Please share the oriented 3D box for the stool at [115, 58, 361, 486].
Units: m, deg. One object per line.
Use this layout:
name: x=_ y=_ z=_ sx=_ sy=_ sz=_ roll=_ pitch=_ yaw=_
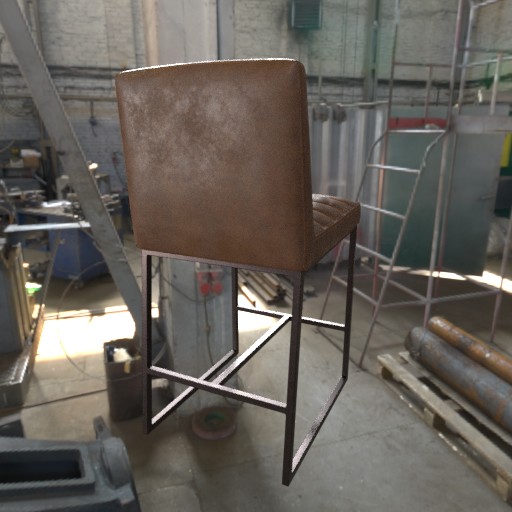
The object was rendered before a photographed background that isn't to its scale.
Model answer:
stool: x=0.000 y=0.000 z=1.244 sx=0.463 sy=0.942 sz=0.562 roll=8 pitch=17 yaw=25
